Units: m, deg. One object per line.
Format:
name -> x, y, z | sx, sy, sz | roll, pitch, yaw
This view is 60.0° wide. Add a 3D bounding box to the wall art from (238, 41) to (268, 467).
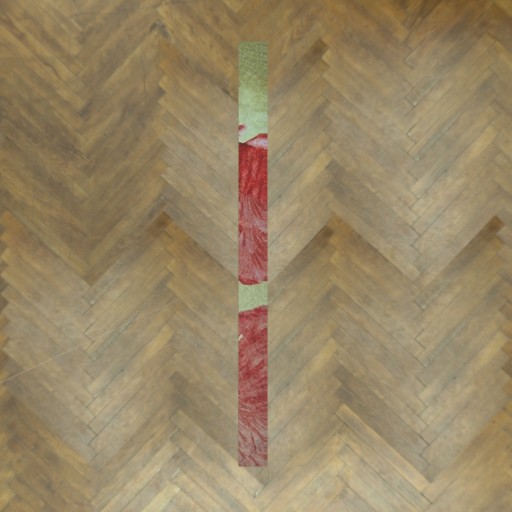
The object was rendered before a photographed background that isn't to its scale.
wall art -> 0.000, 0.000, 0.677 | 0.028, 0.508, 0.406 | 0, 89, 1
